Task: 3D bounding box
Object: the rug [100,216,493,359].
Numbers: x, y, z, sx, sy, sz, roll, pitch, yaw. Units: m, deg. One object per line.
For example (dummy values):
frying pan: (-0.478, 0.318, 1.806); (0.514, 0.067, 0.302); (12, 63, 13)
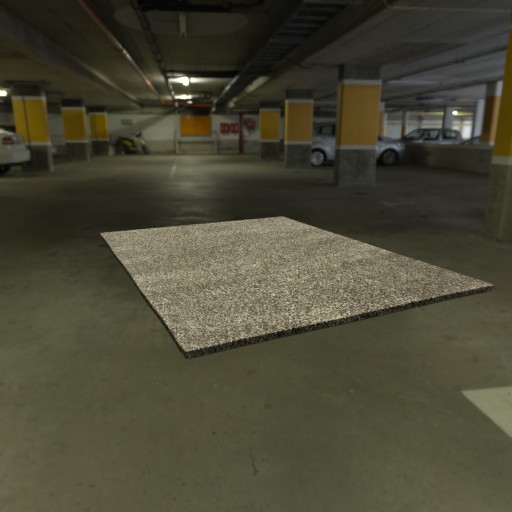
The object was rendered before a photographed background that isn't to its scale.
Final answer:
rug: (0.000, 0.000, 2.095); (1.198, 0.025, 1.601); (-7, 17, -25)
